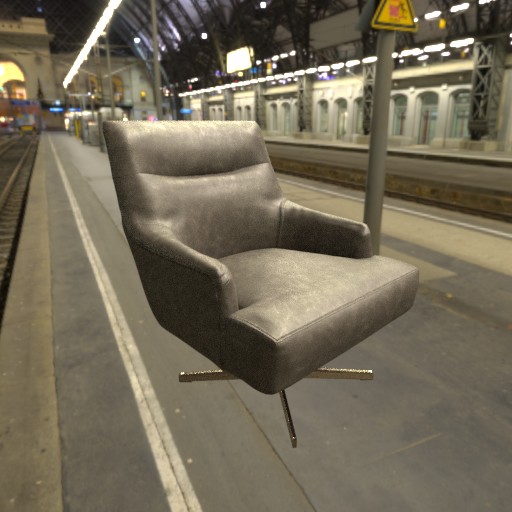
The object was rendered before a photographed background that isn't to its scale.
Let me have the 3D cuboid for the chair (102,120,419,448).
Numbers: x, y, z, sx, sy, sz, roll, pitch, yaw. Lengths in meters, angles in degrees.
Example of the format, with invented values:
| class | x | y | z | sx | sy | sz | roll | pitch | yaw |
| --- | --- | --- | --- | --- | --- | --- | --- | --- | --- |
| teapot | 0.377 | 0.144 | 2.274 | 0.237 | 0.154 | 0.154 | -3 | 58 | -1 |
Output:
| class | x | y | z | sx | sy | sz | roll | pitch | yaw |
| --- | --- | --- | --- | --- | --- | --- | --- | --- | --- |
| chair | 0.000 | 0.000 | 1.487 | 0.874 | 0.870 | 0.738 | 16 | 23 | 42 |
